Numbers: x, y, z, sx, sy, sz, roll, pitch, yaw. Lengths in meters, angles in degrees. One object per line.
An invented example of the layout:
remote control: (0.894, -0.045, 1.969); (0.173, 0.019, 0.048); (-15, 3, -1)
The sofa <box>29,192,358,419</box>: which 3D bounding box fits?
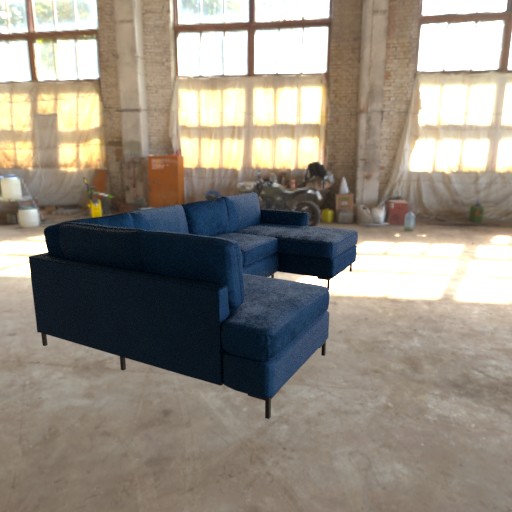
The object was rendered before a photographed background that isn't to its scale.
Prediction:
sofa: (0.000, 0.000, 4.329); (2.055, 0.992, 3.434); (7, 15, 28)
